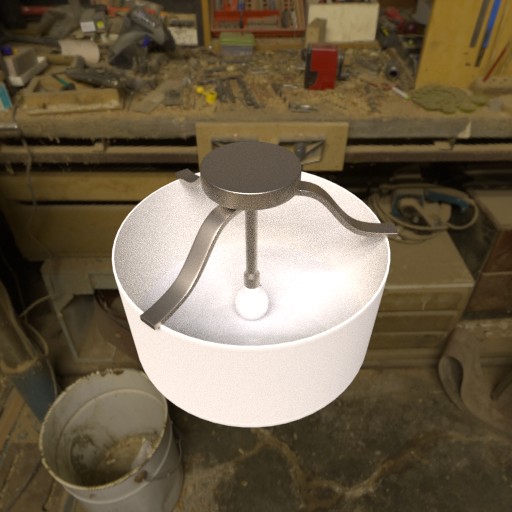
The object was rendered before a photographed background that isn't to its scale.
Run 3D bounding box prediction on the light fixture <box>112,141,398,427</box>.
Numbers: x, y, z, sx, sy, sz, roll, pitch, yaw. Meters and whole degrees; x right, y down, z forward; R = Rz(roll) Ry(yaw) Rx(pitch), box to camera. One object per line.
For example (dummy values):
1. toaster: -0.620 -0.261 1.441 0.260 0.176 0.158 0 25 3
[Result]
1. light fixture: 0.000 0.000 0.649 0.395 0.304 0.395 0 42 0
